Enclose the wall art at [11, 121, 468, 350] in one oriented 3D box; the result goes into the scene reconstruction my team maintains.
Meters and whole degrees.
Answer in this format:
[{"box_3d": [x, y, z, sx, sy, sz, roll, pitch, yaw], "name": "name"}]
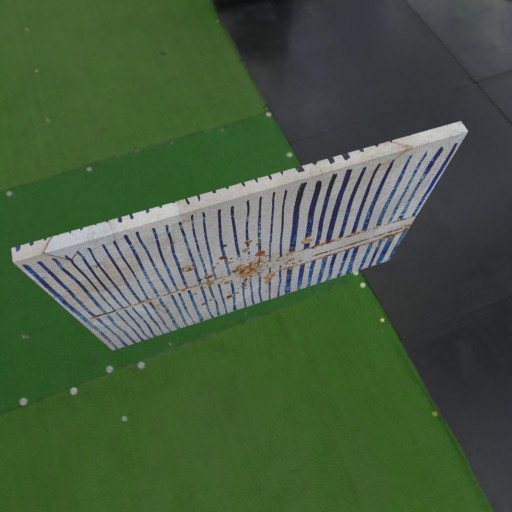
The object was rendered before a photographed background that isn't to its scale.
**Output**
[{"box_3d": [0.000, 0.000, 1.402, 1.143, 0.757, 0.038, -17, 65, -8], "name": "wall art"}]
